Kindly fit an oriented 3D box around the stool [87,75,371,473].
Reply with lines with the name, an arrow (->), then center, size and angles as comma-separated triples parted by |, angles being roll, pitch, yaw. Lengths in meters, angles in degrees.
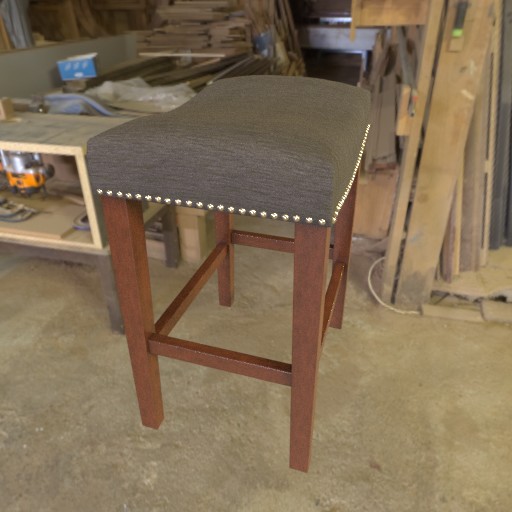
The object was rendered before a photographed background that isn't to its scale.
stool -> 0.000, 0.000, 0.939 | 0.372, 0.654, 0.504 | 9, 32, 15
